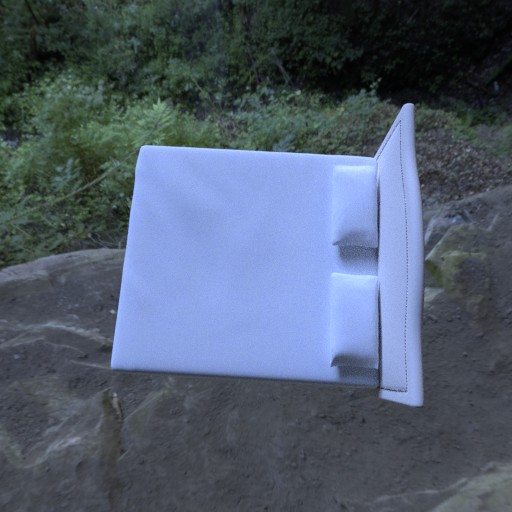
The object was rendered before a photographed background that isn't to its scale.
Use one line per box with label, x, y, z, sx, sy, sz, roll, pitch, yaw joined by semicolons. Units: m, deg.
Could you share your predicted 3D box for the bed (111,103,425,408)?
bed;0.000;0.000;3.517;2.182;1.421;2.083;3;76;1
